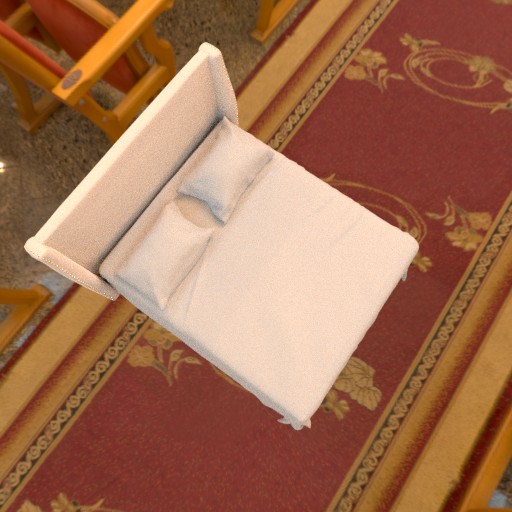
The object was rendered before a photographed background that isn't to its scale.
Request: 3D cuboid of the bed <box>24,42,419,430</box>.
[{"bbox_3d":[0.000,0.000,3.434,2.276,1.332,1.925,35,78,9],"label":"bed"}]
